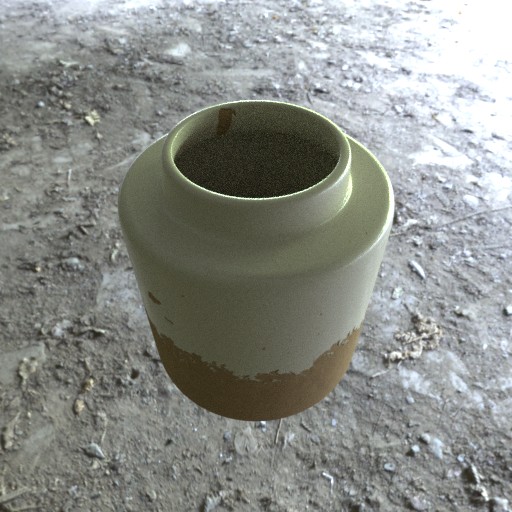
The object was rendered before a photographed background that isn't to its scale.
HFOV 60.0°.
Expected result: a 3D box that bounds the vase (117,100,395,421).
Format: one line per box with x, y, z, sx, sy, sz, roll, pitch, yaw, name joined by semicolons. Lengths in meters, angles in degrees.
0.000;0.000;0.289;0.153;0.167;0.153;0;47;0;vase
